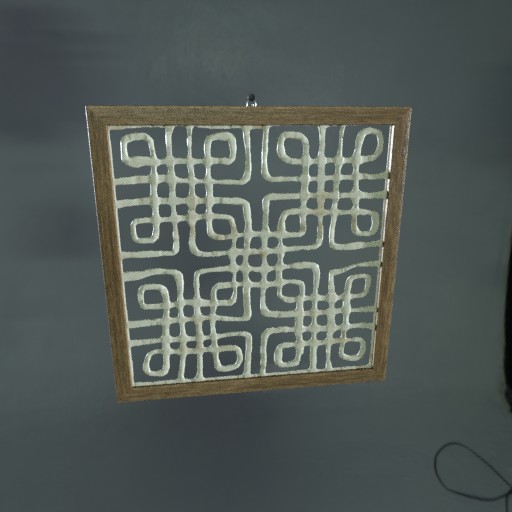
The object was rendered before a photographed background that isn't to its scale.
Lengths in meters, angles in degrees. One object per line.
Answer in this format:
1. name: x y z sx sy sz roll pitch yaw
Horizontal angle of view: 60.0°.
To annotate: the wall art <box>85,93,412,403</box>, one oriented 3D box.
1. wall art: 0.000 0.000 0.843 0.561 0.582 0.021 -2 17 -8
